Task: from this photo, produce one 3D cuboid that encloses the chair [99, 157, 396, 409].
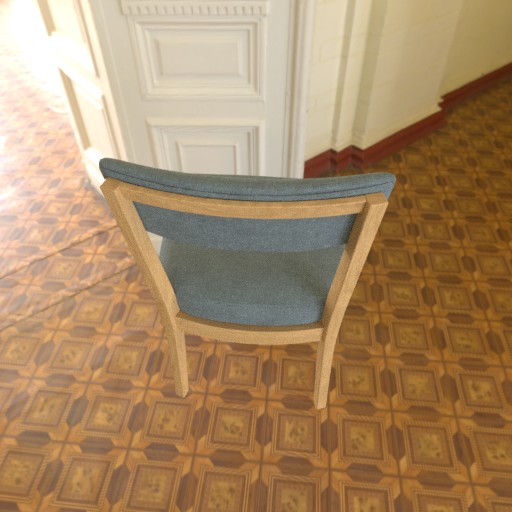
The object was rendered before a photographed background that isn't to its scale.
[{"bbox_3d":[0.000,0.000,1.151,0.508,0.832,0.572,4,45,4],"label":"chair"}]
